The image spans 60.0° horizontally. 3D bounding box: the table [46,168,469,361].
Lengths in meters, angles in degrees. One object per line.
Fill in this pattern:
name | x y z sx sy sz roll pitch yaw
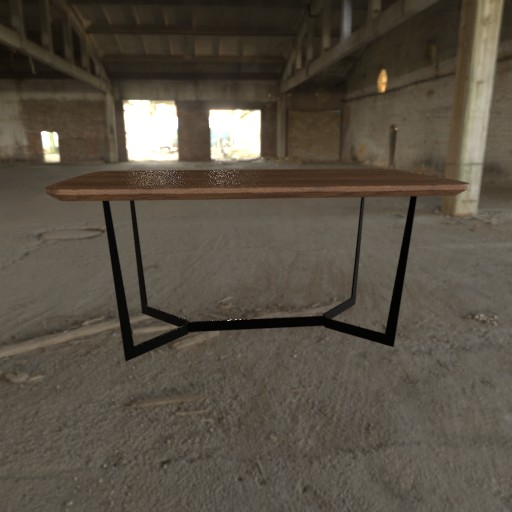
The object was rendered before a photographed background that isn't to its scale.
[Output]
table | 0.000 0.000 2.154 1.643 0.765 0.949 -2 15 -6
